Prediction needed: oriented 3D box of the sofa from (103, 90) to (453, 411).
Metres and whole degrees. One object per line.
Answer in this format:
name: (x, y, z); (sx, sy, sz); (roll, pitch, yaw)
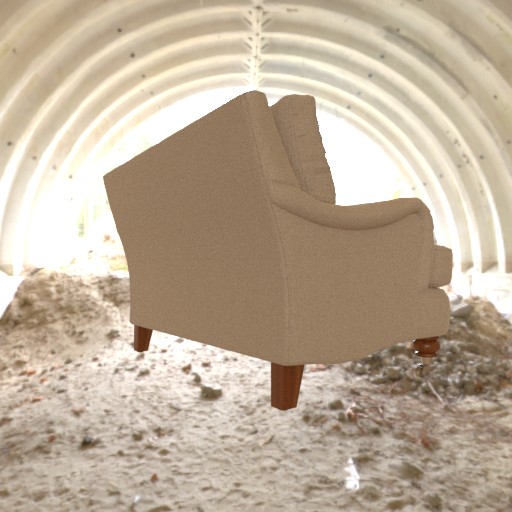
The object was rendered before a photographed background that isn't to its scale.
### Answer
sofa: (0.000, 0.000, 2.172); (1.087, 1.048, 1.508); (1, -3, -35)
